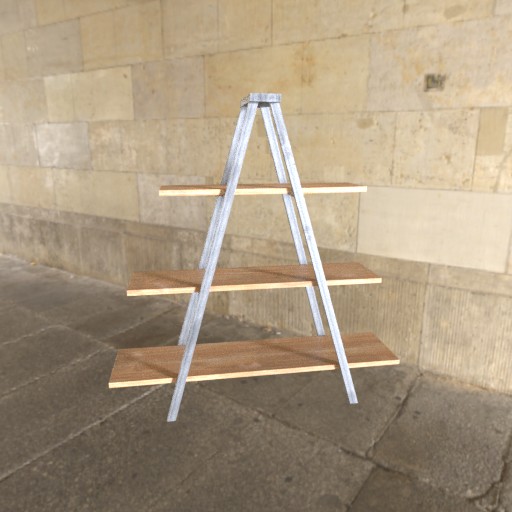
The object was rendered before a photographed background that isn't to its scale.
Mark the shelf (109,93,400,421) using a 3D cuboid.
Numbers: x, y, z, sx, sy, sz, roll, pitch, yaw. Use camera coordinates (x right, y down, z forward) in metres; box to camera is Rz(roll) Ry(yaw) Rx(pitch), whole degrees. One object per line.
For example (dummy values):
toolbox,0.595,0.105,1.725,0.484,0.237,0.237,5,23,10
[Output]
shelf,0.000,0.000,2.668,1.746,1.808,0.508,-2,15,-9
